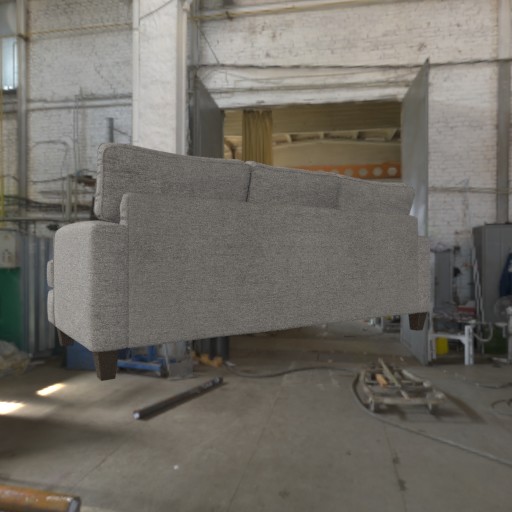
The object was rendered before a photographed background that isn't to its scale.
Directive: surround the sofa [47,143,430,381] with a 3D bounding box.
[{"bbox_3d":[0.000,0.000,2.651,2.158,0.965,0.951,0,0,-35],"label":"sofa"}]
